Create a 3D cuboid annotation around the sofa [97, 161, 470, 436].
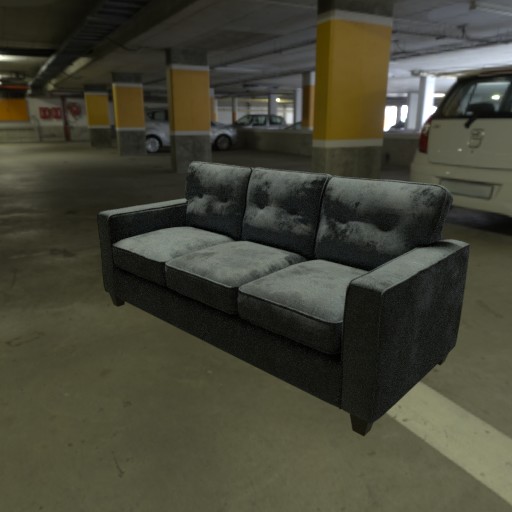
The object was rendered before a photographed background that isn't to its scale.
[{"bbox_3d":[0.000,0.000,2.644,2.133,0.965,0.939,15,23,41],"label":"sofa"}]
